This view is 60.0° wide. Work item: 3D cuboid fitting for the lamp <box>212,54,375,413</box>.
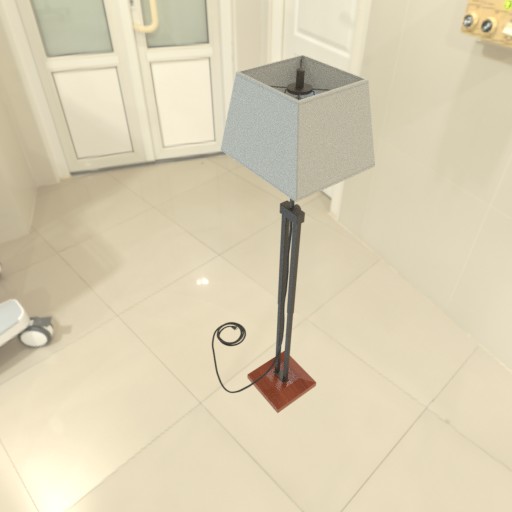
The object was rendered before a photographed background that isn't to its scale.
[{"bbox_3d":[0.000,0.000,2.006,0.472,1.712,0.745,-26,48,-27],"label":"lamp"}]
